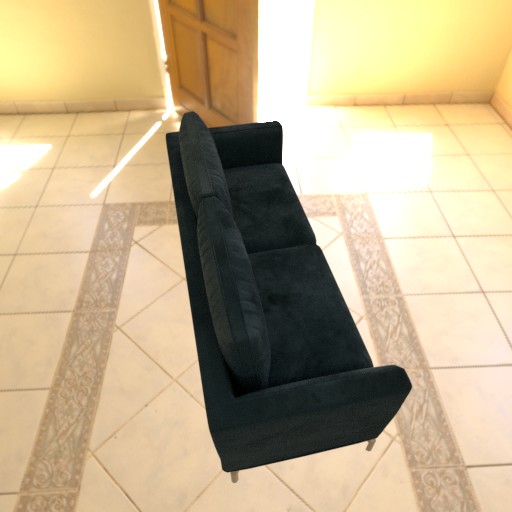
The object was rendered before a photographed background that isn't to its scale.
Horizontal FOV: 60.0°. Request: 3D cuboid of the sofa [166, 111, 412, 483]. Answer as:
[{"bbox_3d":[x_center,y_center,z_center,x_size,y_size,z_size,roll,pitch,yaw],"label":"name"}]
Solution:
[{"bbox_3d":[0.000,0.000,2.668,0.853,0.998,2.212,-9,47,-9],"label":"sofa"}]
